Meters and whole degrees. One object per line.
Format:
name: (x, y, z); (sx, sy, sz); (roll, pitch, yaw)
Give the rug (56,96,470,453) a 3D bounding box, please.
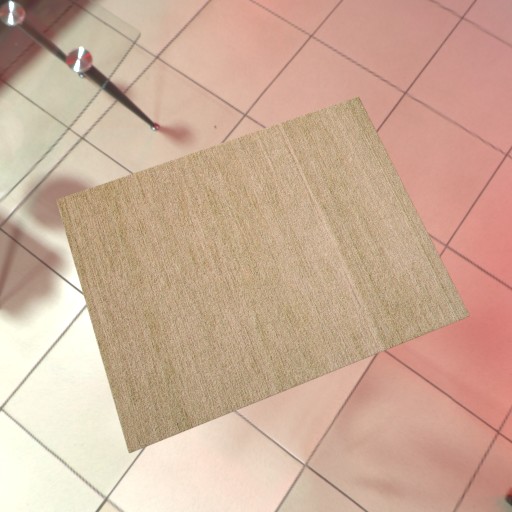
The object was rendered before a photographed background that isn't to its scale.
rug: (0.000, 0.000, 4.133); (3.198, 0.016, 2.425); (-20, 76, -5)
